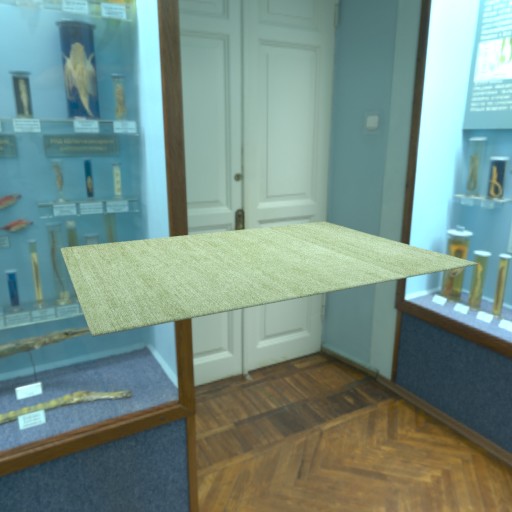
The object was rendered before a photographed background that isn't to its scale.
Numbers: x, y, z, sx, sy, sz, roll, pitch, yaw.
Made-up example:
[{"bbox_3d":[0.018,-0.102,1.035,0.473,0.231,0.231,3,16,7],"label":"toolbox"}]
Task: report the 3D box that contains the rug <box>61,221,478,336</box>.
[{"bbox_3d":[0.000,0.000,2.928,2.270,0.017,1.606,-7,17,-26],"label":"rug"}]
